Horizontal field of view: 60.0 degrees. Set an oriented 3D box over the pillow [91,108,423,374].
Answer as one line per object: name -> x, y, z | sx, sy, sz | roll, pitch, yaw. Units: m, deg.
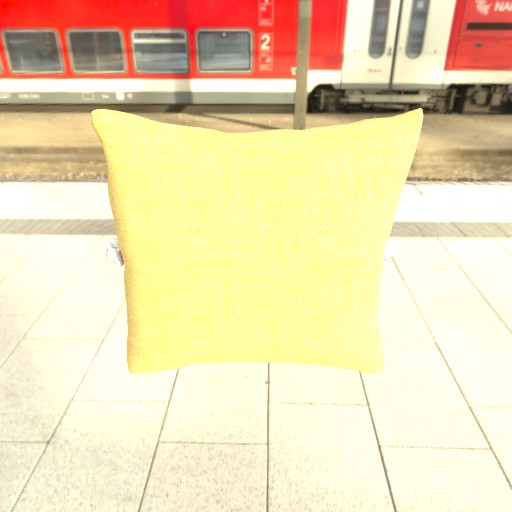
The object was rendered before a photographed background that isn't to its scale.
pillow -> 0.000, 0.000, 0.745 | 0.485, 0.481, 0.167 | 0, 28, 0
